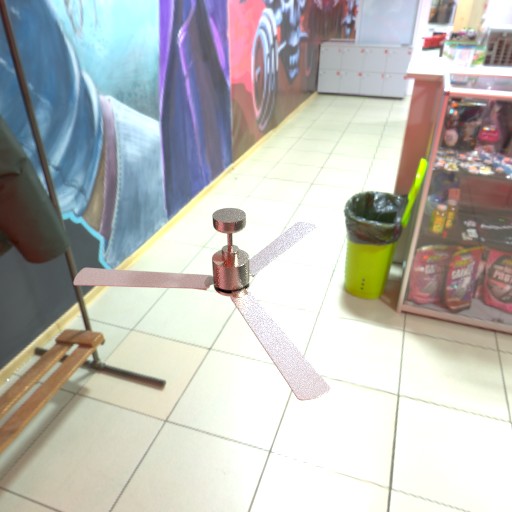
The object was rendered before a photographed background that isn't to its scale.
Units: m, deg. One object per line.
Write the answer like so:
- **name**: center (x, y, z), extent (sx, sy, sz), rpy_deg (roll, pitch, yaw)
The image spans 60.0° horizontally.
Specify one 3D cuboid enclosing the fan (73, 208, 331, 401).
- **fan**: center (0.000, 0.000, 2.348), extent (1.561, 0.446, 1.531), rpy_deg (-22, 38, -32)
